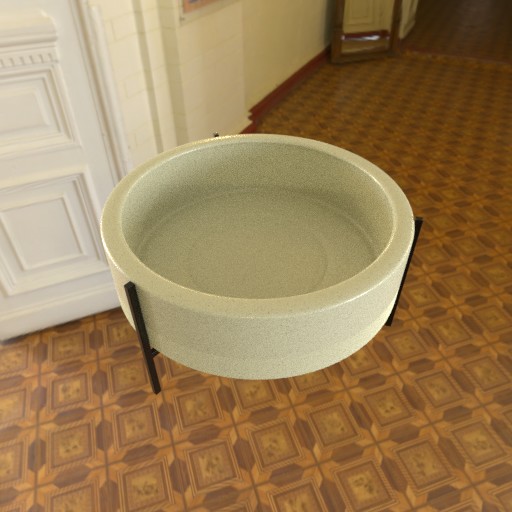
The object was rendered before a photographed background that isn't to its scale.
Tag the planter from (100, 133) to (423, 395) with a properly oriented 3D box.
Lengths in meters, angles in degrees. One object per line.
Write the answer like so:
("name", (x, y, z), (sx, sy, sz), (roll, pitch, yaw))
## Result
("planter", (0.000, 0.000, 0.546), (0.336, 0.171, 0.345), (-13, 43, -14))
